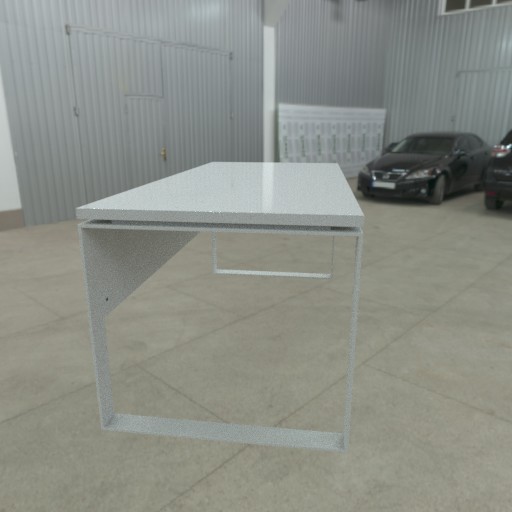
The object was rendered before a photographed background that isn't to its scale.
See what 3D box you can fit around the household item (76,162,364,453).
[{"bbox_3d":[0.000,0.000,2.117,0.800,0.745,1.700,2,16,7],"label":"household item"}]
